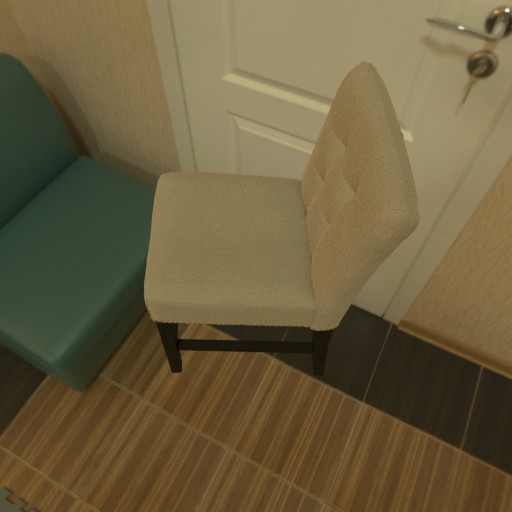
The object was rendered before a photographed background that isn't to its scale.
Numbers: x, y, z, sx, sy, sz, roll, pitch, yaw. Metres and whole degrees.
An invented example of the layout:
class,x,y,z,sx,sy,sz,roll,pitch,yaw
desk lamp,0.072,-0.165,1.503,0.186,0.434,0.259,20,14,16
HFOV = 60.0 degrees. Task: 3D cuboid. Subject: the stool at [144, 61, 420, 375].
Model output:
class,x,y,z,sx,sy,sz,roll,pitch,yaw
stool,0.000,0.000,1.198,0.571,0.885,0.427,-1,58,-1
